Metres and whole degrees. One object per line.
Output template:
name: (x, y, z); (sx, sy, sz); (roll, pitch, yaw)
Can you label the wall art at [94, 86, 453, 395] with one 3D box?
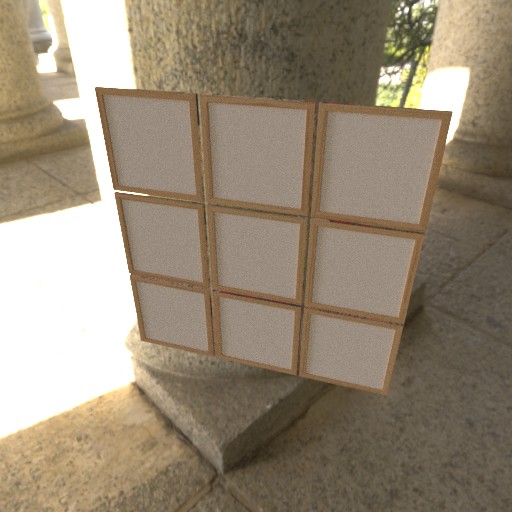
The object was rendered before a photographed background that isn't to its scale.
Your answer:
wall art: (0.000, 0.000, 1.327); (0.904, 0.913, 0.013); (9, 33, 14)
